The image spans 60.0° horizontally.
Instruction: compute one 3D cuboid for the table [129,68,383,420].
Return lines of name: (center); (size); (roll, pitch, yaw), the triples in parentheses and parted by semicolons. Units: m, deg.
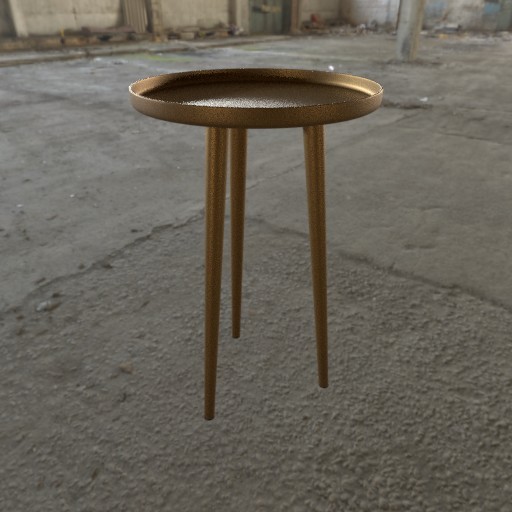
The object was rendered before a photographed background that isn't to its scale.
table: (0.000, 0.000, 0.654); (0.299, 0.480, 0.299); (20, 35, 32)
